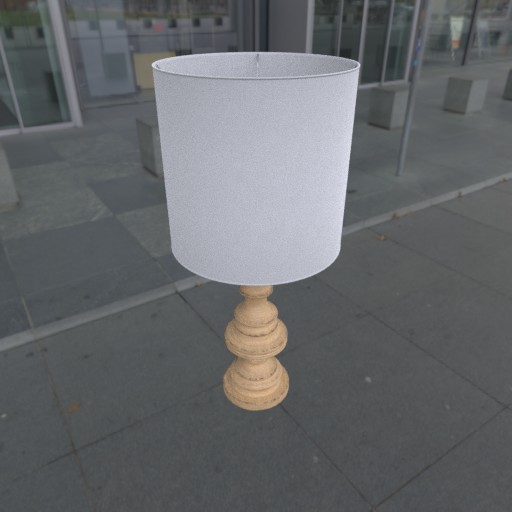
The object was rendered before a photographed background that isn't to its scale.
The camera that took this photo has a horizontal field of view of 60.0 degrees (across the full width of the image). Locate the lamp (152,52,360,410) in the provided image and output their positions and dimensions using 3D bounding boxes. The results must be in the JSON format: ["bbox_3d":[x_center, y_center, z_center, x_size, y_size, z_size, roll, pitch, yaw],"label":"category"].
[{"bbox_3d":[0.000,0.000,0.565,0.208,0.455,0.208,-9,31,-16],"label":"lamp"}]
